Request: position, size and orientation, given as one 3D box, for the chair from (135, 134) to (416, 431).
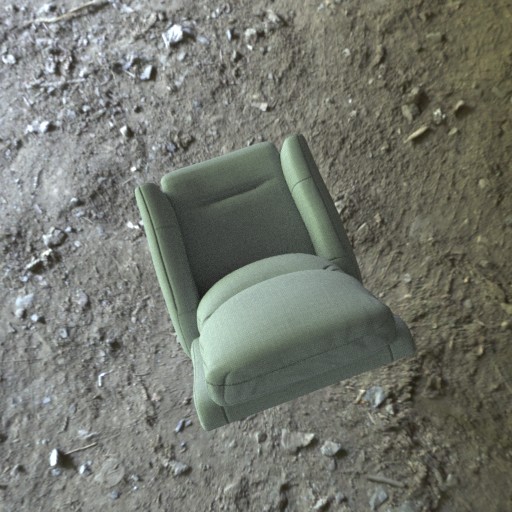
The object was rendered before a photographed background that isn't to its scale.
[{"bbox_3d":[0.000,0.000,1.829,0.829,1.030,1.080,-19,77,-4],"label":"chair"}]
